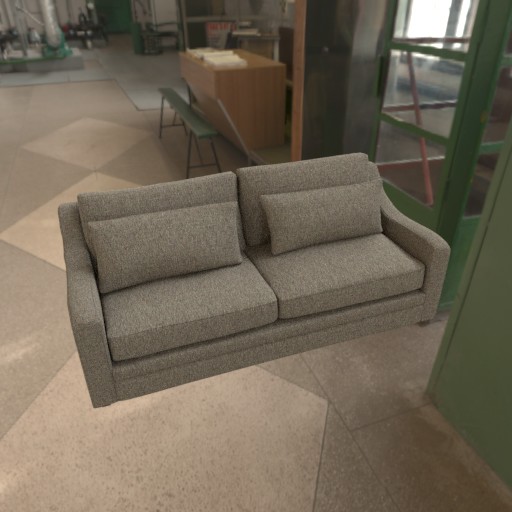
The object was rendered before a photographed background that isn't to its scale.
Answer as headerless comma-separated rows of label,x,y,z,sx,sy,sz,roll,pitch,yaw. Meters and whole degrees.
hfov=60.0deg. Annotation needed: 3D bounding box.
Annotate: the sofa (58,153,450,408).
sofa,0.000,0.000,3.026,2.418,0.998,1.103,-11,33,-17
